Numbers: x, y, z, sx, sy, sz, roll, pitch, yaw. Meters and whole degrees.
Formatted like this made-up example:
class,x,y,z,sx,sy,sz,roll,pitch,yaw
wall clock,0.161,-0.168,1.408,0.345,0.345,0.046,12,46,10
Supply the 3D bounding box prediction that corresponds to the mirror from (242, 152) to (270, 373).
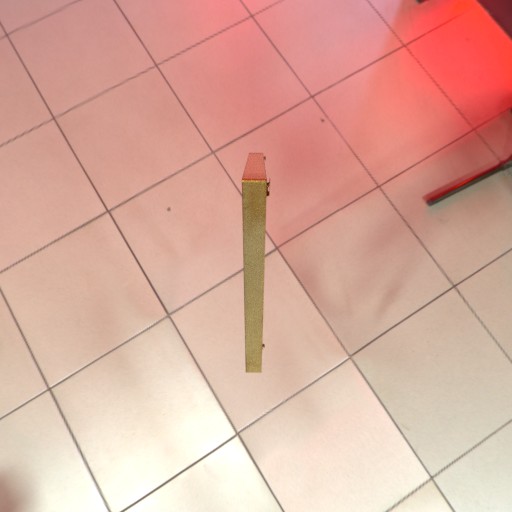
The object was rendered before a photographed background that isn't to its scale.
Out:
class,x,y,z,sx,sy,sz,roll,pitch,yaw
mirror,0.000,0.000,0.821,0.032,0.679,0.419,1,76,0
